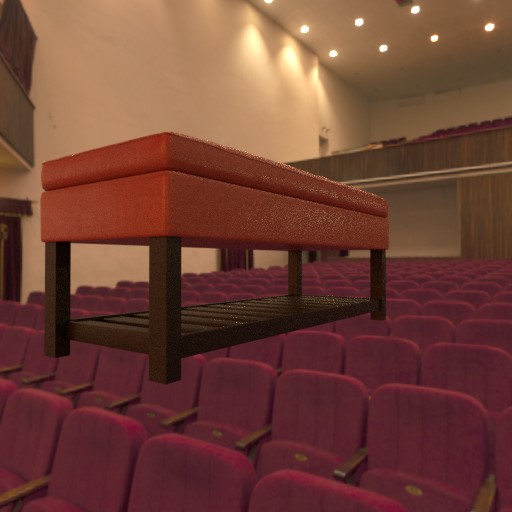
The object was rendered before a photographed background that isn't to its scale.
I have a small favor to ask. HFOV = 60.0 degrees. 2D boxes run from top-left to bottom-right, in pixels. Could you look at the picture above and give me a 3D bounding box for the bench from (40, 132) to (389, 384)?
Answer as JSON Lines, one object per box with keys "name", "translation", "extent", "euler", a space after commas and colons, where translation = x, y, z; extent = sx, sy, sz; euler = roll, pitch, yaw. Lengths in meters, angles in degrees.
{"name": "bench", "translation": [0.000, 0.000, 1.324], "extent": [0.432, 0.460, 1.105], "euler": [-1, -1, 36]}
